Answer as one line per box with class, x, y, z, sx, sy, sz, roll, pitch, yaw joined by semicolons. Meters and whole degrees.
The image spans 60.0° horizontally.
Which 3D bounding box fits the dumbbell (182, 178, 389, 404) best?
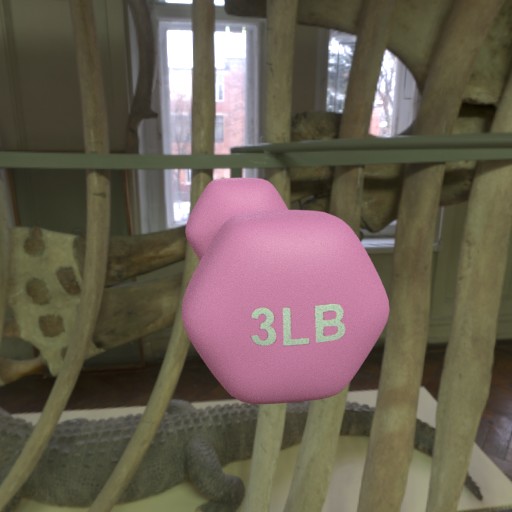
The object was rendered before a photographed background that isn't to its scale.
dumbbell;0.000;0.000;0.196;0.064;0.058;0.159;-2;15;-7
